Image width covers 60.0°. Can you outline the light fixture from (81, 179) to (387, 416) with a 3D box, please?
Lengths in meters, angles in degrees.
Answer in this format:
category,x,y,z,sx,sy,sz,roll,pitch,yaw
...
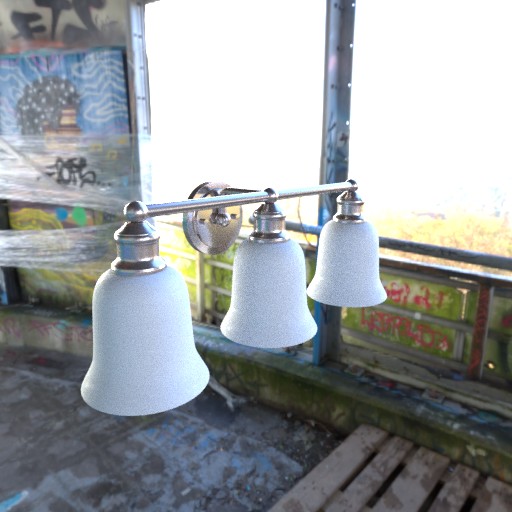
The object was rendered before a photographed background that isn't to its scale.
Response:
category,x,y,z,sx,sy,sz,roll,pitch,yaw
light fixture,0.000,0.000,0.660,0.198,0.211,0.570,13,19,42
